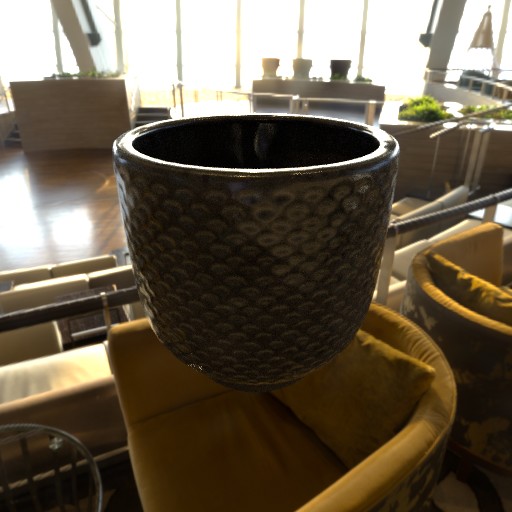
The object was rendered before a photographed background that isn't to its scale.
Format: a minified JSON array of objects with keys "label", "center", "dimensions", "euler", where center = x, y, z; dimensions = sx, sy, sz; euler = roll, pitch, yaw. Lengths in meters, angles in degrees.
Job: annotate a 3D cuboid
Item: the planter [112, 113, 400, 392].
[{"label":"planter","center":[0.000,0.000,0.354],"dimensions":[0.197,0.191,0.197],"euler":[0,27,0]}]
